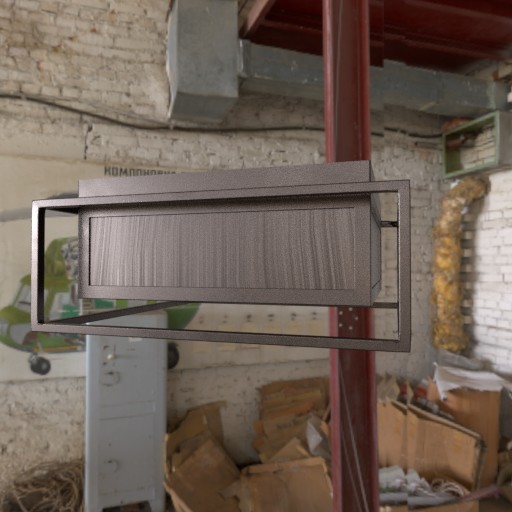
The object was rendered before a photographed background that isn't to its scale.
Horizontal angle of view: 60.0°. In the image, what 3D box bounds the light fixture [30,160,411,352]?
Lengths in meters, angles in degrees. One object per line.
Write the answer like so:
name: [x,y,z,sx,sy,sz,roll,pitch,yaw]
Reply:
light fixture: [0.000,0.000,0.689,0.441,0.191,0.441,0,-1,17]
